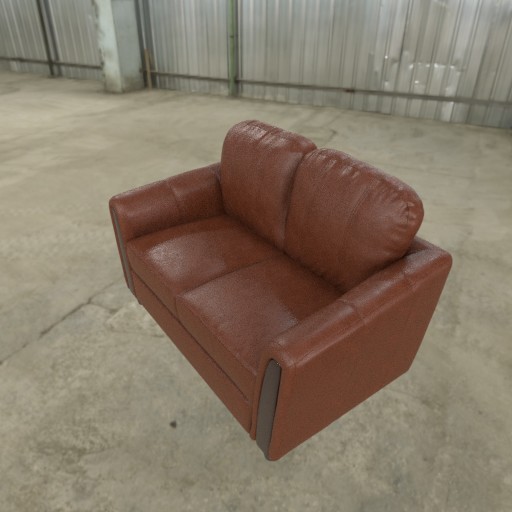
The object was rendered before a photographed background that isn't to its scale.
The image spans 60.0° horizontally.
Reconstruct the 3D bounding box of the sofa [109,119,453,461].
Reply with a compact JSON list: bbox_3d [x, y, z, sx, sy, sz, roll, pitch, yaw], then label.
[{"bbox_3d":[0.000,0.000,1.939,0.805,0.906,1.406,-21,37,-30],"label":"sofa"}]
